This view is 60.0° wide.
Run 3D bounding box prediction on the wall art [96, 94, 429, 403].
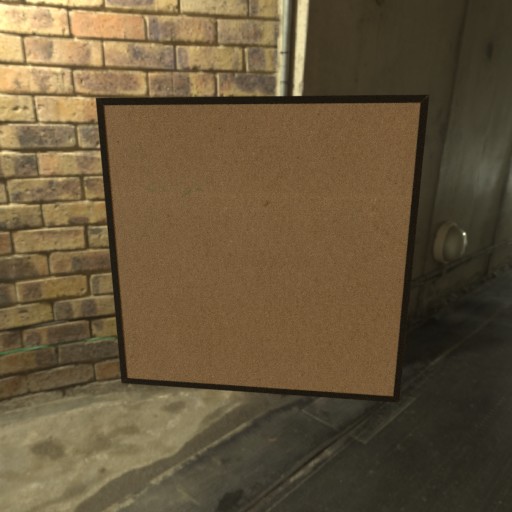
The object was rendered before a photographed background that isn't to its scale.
[{"bbox_3d":[0.000,0.000,1.125,0.762,0.762,0.038,2,16,7],"label":"wall art"}]
